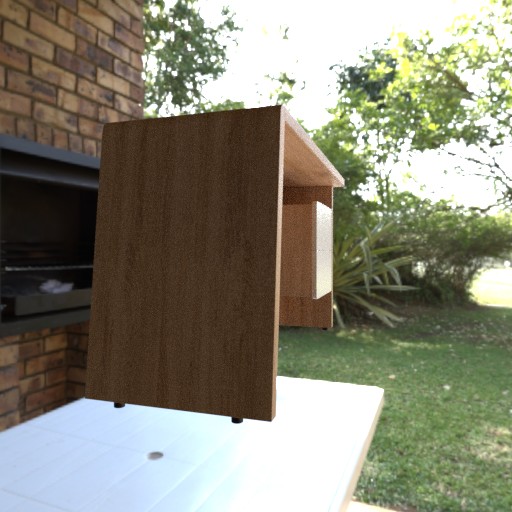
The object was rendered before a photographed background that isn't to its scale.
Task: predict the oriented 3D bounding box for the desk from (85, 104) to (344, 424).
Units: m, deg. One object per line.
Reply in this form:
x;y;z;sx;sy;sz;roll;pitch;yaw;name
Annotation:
0.000;0.000;1.673;0.500;0.750;1.300;0;1;18;desk
